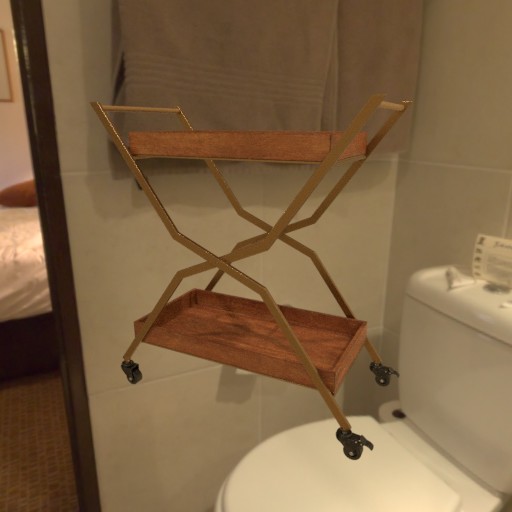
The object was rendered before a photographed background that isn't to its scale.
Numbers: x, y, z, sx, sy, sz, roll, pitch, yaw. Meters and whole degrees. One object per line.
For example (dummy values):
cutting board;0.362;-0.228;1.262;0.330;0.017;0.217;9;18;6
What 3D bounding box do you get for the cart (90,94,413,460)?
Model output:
cart;0.000;0.000;1.320;0.836;0.869;0.405;8;19;26
